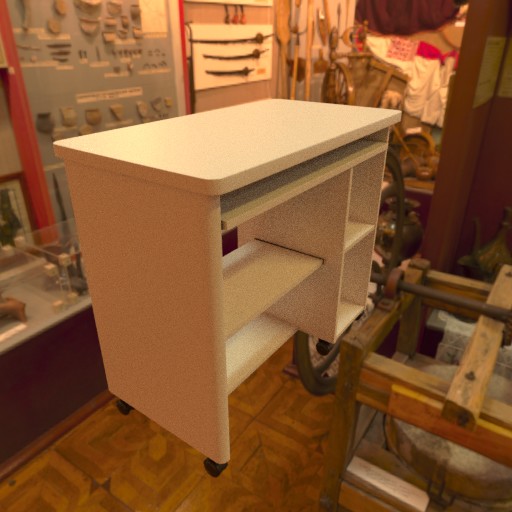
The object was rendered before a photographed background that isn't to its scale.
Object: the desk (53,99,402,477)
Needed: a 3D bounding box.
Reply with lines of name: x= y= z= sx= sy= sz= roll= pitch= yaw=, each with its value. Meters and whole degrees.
desk: x=0.000 y=0.000 z=1.314 sx=0.475 sy=0.763 sz=0.877 roll=18 pitch=32 yaw=32
